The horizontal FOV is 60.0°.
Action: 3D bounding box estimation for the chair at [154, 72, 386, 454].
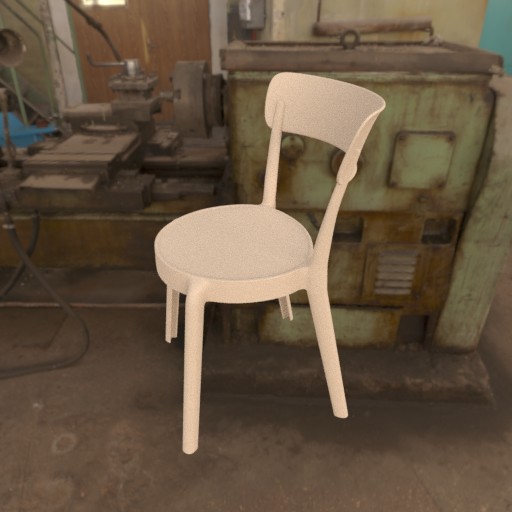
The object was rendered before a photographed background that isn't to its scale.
[{"bbox_3d":[0.000,0.000,1.116,0.491,0.790,0.506,-8,31,-13],"label":"chair"}]
